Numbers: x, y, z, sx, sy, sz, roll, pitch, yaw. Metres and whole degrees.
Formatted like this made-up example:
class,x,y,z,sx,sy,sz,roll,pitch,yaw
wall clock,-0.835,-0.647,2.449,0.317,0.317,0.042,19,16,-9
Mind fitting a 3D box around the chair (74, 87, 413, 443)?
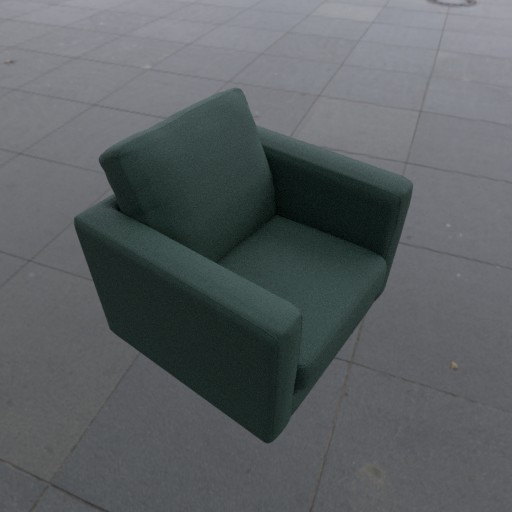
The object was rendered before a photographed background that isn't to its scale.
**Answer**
class,x,y,z,sx,sy,sz,roll,pitch,yaw
chair,0.000,0.000,1.584,0.800,0.927,0.855,26,49,26
